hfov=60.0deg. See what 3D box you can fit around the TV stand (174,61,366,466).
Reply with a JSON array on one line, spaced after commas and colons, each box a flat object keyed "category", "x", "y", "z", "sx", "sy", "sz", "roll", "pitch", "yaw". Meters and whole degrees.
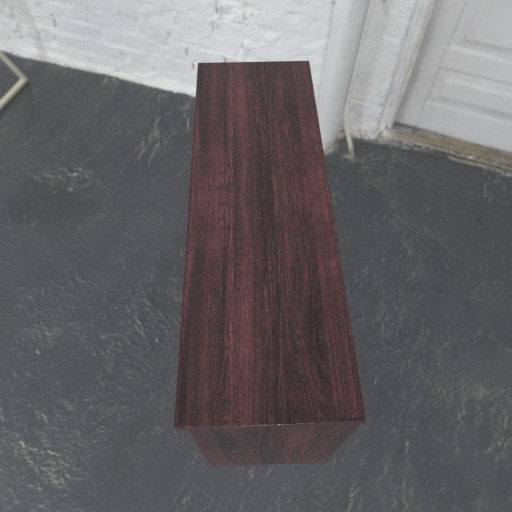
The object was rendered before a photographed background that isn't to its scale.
[{"category": "TV stand", "x": 0.000, "y": 0.000, "z": 1.460, "sx": 0.404, "sy": 0.614, "sz": 1.192, "roll": -1, "pitch": 57, "yaw": -1}]
